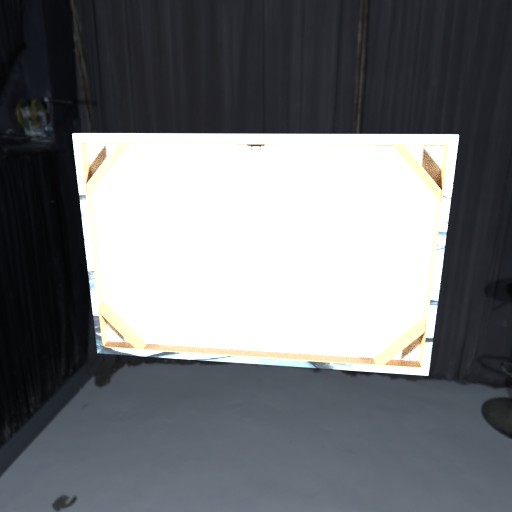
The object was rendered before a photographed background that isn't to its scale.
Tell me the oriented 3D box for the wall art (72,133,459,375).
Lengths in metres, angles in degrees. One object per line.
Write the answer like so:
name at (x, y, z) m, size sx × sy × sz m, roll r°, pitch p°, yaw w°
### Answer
wall art at (0.000, 0.000, 1.145) m, size 0.914 × 0.609 × 0.039 m, roll 2°, pitch 17°, yaw 7°
